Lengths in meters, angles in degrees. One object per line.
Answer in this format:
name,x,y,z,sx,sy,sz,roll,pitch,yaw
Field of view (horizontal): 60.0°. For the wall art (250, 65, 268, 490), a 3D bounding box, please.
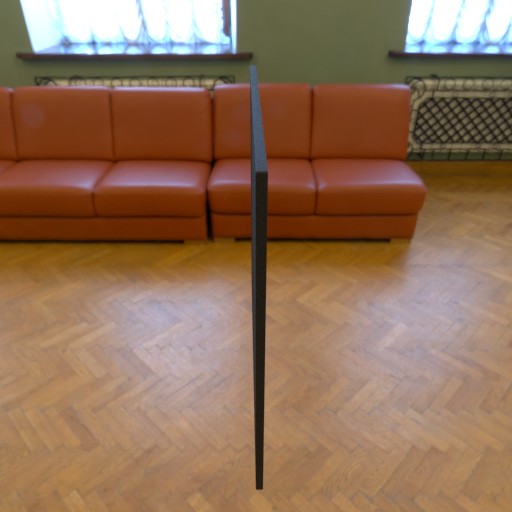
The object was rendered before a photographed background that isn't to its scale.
wall art,0.000,0.000,0.816,0.012,0.558,0.562,-1,33,-1
